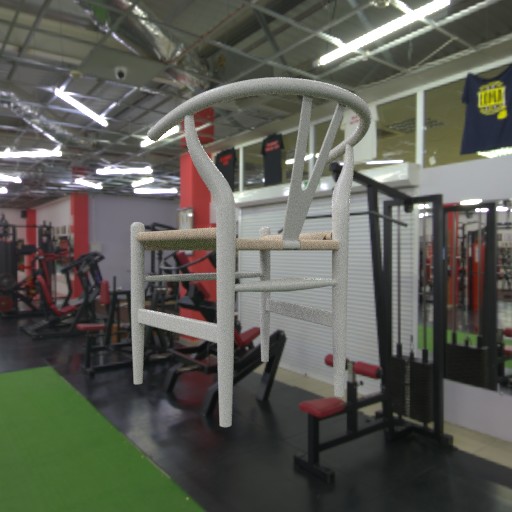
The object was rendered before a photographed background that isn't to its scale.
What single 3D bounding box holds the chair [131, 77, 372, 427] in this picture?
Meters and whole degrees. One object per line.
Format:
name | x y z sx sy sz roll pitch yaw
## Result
chair | 0.000 0.000 1.168 0.569 0.730 0.579 0 1 -35
